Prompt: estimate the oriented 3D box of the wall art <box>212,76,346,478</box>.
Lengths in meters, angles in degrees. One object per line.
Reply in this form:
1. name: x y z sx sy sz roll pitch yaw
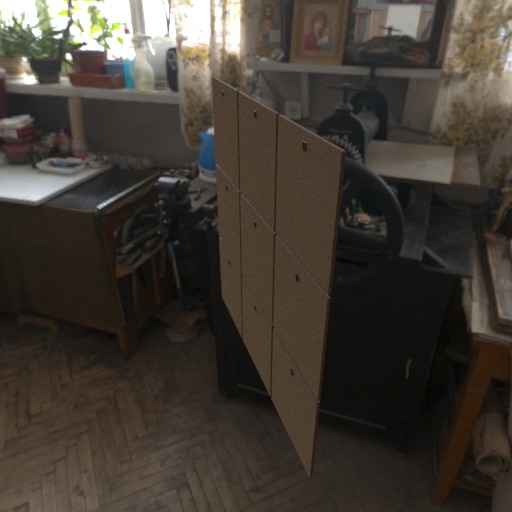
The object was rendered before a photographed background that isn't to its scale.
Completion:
1. wall art: 0.000 0.000 2.286 0.019 1.532 1.533 -10 31 -16
